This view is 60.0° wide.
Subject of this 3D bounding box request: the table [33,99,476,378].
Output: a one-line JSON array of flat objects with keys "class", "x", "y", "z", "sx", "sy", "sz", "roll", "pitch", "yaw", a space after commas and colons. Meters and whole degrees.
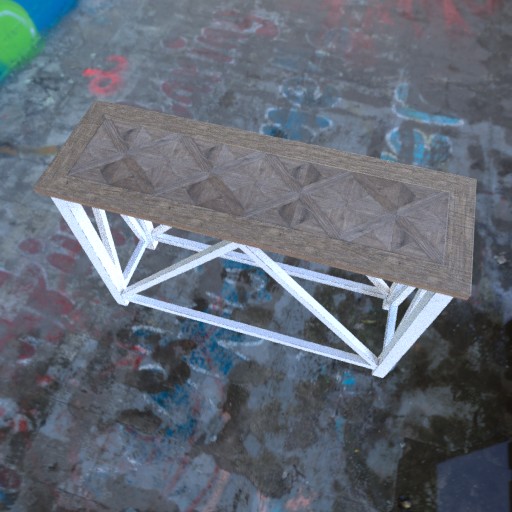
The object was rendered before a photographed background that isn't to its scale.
[{"class": "table", "x": 0.000, "y": 0.000, "z": 1.865, "sx": 1.400, "sy": 0.930, "sz": 0.450, "roll": 14, "pitch": 60, "yaw": 8}]
